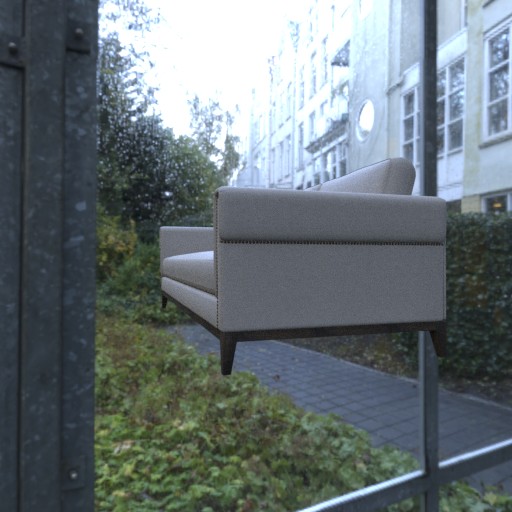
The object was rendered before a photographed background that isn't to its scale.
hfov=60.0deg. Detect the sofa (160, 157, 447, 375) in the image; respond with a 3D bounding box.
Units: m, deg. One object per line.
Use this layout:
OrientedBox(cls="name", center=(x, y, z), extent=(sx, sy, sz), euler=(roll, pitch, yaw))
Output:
OrientedBox(cls="sofa", center=(0.000, 0.000, 2.708), extent=(0.959, 0.838, 2.210), euler=(0, 0, -18))
